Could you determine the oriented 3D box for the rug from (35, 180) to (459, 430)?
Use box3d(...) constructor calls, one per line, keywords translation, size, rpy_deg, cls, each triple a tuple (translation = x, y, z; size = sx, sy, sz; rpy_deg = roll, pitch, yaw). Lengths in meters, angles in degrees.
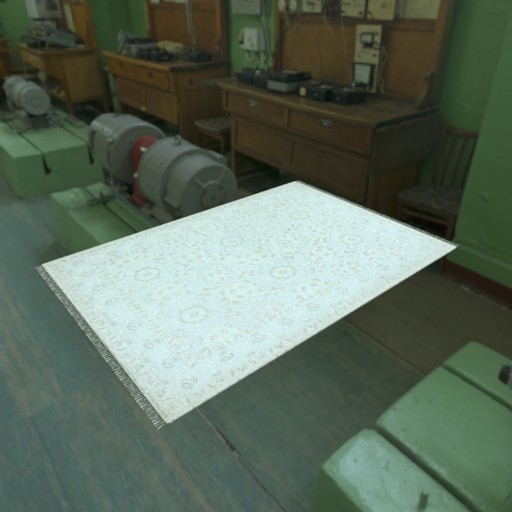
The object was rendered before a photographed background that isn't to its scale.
box3d(translation=(0.000, 0.000, 2.803), size=(2.233, 0.011, 1.514), rpy_deg=(-23, 38, -33), cls="rug")
